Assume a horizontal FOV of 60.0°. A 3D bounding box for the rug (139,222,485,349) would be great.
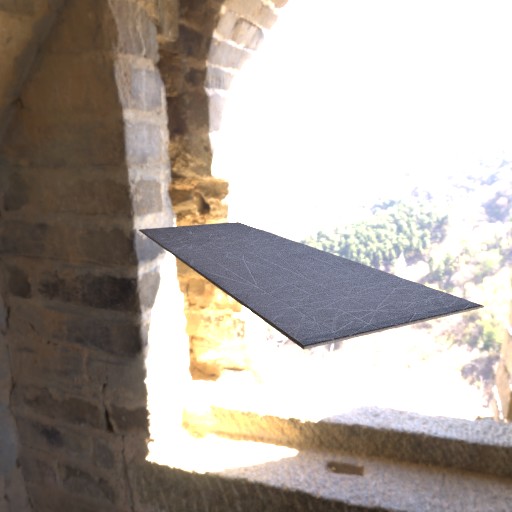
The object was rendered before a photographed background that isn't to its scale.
[{"bbox_3d":[0.000,0.000,2.635,0.864,0.012,2.388,-7,15,-26],"label":"rug"}]
